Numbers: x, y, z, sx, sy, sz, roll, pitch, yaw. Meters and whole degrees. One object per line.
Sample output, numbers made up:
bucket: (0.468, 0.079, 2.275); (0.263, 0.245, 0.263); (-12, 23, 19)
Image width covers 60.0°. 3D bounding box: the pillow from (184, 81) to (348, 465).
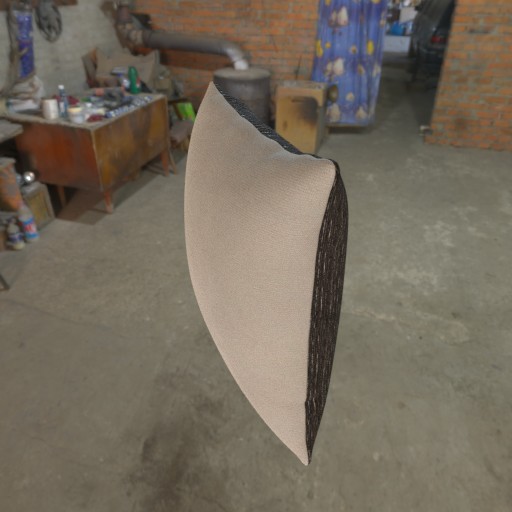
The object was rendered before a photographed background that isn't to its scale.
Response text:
pillow: (0.000, 0.000, 0.670); (0.196, 0.434, 0.433); (-10, 33, -17)
